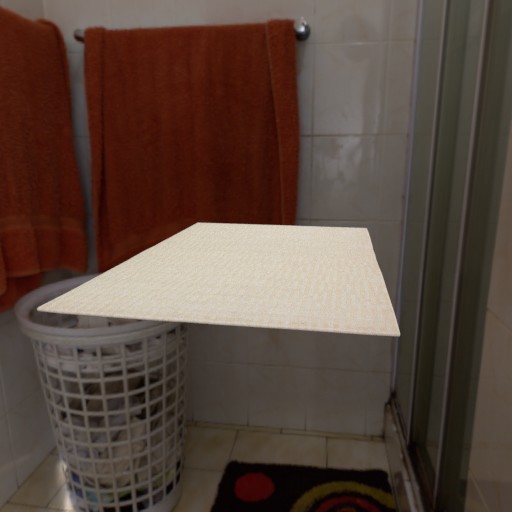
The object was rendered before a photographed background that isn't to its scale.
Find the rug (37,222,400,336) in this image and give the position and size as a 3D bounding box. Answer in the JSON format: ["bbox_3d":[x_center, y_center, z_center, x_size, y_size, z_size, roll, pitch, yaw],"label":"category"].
[{"bbox_3d":[0.000,0.000,2.321,1.238,0.014,1.848,3,14,10],"label":"rug"}]
